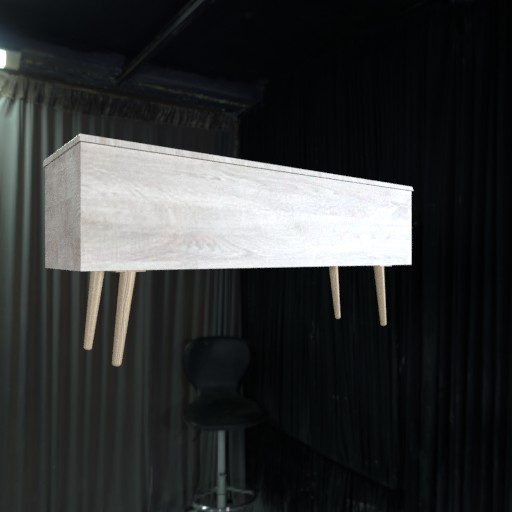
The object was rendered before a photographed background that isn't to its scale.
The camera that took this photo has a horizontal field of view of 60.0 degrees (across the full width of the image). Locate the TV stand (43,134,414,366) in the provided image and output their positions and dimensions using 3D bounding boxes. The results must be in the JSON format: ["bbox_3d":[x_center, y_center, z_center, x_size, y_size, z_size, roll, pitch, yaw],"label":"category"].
[{"bbox_3d":[0.000,0.000,1.570,1.313,0.565,0.401,0,0,-37],"label":"TV stand"}]
